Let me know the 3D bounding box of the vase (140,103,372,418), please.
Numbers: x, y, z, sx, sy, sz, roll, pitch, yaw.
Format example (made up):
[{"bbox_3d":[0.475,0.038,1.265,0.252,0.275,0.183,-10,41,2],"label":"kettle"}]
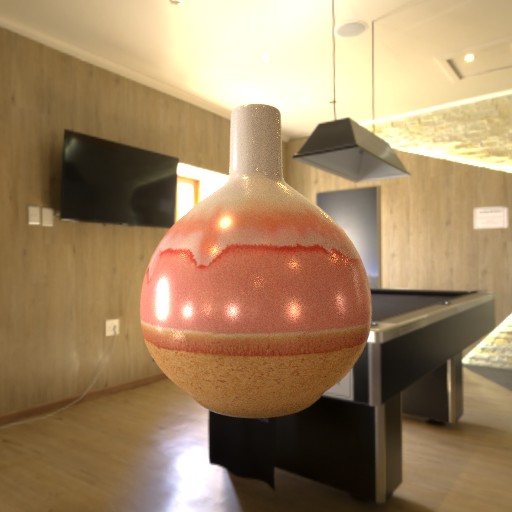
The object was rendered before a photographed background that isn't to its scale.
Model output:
[{"bbox_3d":[0.000,0.000,0.270,0.137,0.176,0.137,0,0,0],"label":"vase"}]
